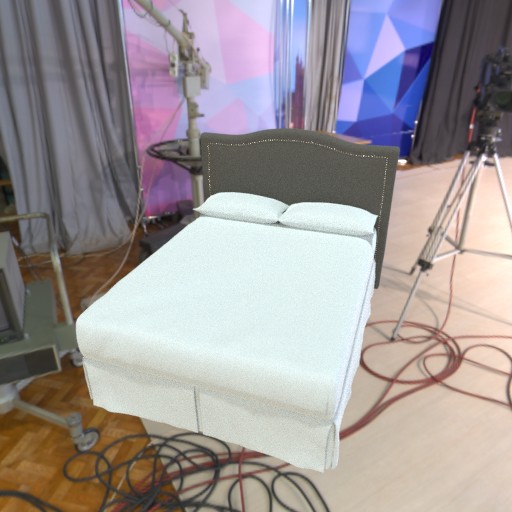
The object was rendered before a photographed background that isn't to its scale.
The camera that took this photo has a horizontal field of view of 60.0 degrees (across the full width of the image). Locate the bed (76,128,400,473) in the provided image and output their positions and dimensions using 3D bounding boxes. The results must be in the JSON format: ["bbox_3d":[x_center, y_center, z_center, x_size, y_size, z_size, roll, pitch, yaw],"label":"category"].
[{"bbox_3d":[0.000,0.000,3.095,1.666,1.387,2.036,9,28,17],"label":"bed"}]
